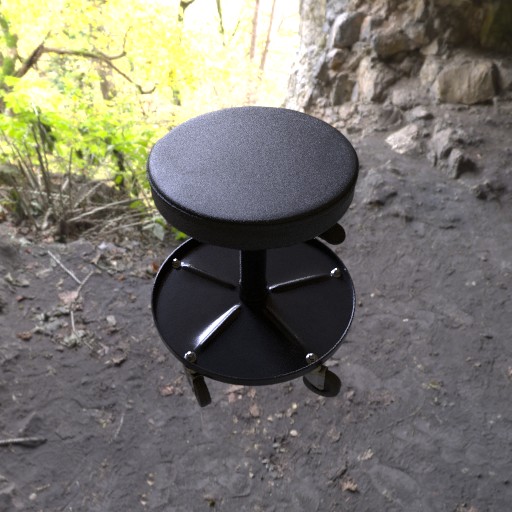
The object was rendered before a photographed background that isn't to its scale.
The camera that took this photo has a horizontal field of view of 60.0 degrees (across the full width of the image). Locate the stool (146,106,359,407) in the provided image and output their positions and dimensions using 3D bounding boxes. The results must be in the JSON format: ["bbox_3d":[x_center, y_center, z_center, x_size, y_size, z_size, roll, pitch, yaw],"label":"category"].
[{"bbox_3d":[0.000,0.000,0.694,0.382,0.365,0.381,24,50,22],"label":"stool"}]
